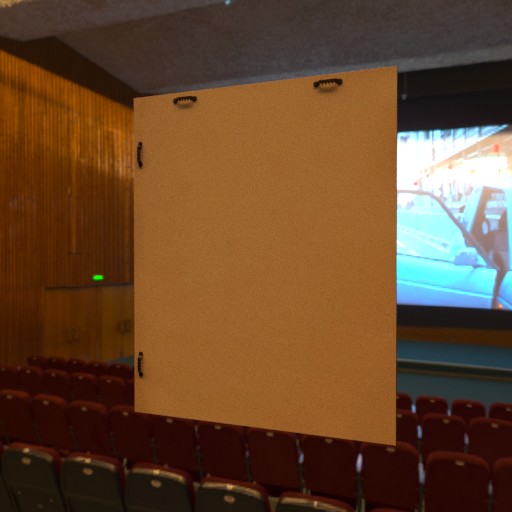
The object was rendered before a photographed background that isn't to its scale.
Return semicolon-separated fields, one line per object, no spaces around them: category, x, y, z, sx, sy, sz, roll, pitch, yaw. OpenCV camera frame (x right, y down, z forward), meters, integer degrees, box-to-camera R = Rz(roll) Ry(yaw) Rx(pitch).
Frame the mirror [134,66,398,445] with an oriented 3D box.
mirror;0.000;0.000;0.669;0.405;0.508;0.041;0;1;18
